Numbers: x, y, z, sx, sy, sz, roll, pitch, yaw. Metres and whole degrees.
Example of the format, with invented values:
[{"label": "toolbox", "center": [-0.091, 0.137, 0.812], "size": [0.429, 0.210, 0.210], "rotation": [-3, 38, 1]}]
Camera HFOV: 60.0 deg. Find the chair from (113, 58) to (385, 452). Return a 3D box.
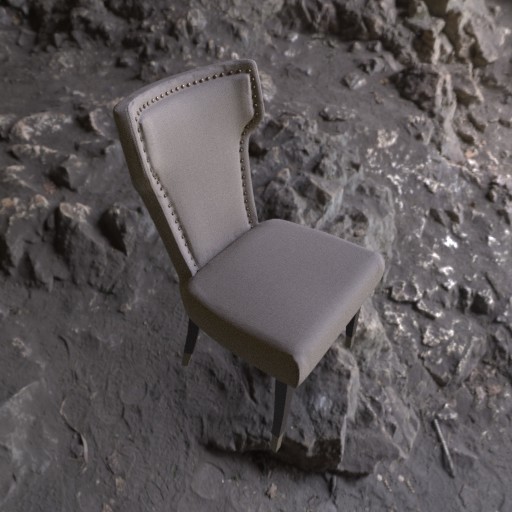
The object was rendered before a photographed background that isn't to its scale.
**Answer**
[{"label": "chair", "center": [0.000, 0.000, 1.325], "size": [0.630, 0.955, 0.526], "rotation": [25, 46, 27]}]
